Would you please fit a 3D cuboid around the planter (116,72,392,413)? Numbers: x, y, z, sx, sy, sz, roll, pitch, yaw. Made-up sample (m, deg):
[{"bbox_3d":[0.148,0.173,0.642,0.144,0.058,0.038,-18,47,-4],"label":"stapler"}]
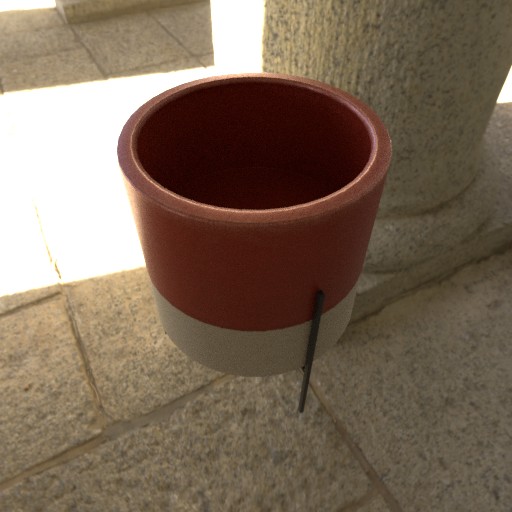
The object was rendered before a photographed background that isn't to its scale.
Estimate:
[{"bbox_3d":[0.000,0.000,0.730,0.345,0.465,0.354,25,52,21],"label":"planter"}]
